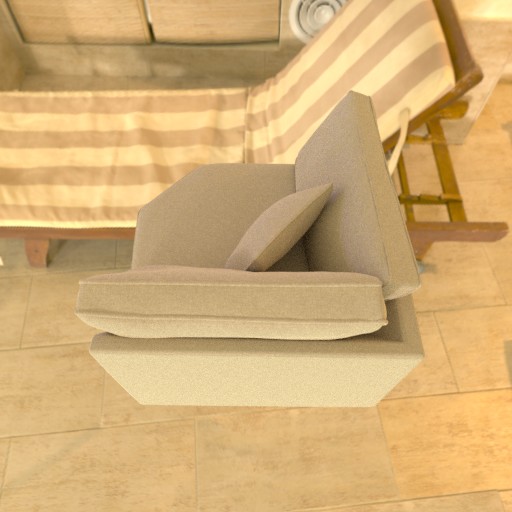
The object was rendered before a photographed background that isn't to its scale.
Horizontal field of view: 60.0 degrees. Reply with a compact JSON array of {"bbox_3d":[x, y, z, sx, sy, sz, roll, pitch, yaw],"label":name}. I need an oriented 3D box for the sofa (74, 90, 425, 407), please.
[{"bbox_3d":[0.000,0.000,1.849,1.042,0.937,1.050,0,59,0],"label":"sofa"}]
